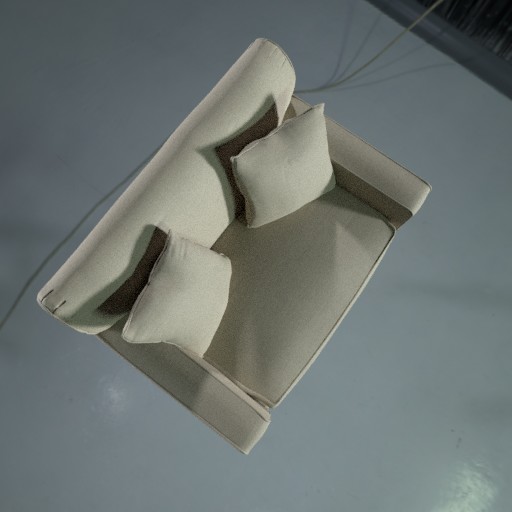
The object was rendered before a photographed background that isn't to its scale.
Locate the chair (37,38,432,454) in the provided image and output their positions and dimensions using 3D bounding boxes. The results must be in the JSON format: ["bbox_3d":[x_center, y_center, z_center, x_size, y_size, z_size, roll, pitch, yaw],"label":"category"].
[{"bbox_3d":[0.000,0.000,2.037,1.000,0.948,1.383,36,80,7],"label":"chair"}]
